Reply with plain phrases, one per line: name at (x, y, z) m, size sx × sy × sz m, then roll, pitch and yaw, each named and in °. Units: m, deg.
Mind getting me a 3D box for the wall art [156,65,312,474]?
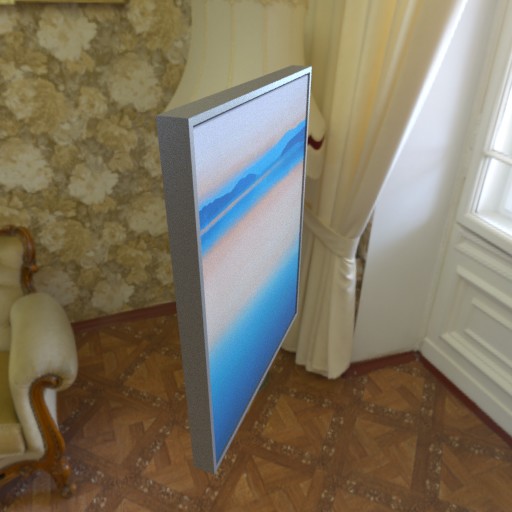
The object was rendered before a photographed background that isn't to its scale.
wall art at (0.000, 0.000, 0.757) m, size 0.037 × 0.554 × 0.453 m, roll 11°, pitch 31°, yaw 19°
